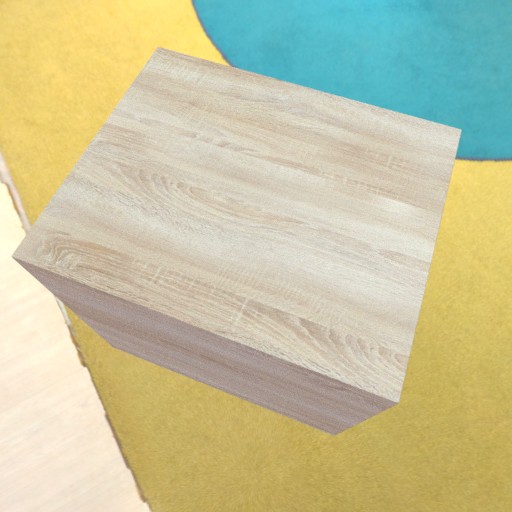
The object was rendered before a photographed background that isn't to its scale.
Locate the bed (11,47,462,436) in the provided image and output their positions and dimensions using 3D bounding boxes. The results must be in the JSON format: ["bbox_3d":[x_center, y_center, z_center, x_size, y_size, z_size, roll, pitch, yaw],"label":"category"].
[{"bbox_3d":[0.000,0.000,0.751,0.460,0.420,0.401,19,65,9],"label":"bed"}]
